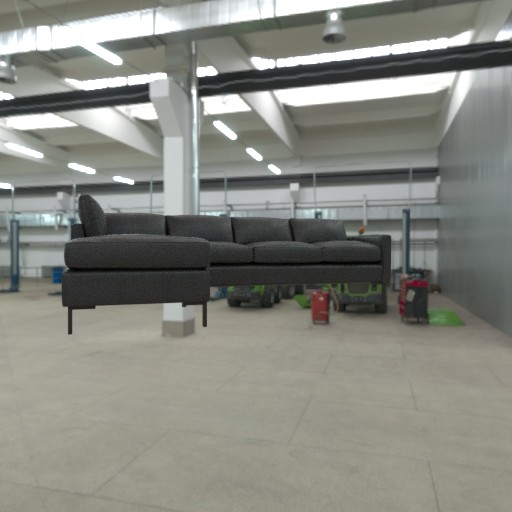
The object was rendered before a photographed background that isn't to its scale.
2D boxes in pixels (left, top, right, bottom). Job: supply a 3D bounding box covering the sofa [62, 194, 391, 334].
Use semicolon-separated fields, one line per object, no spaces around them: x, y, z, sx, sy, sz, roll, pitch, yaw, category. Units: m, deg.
0.000;0.000;3.874;2.984;0.877;1.938;0;0;-20;sofa
